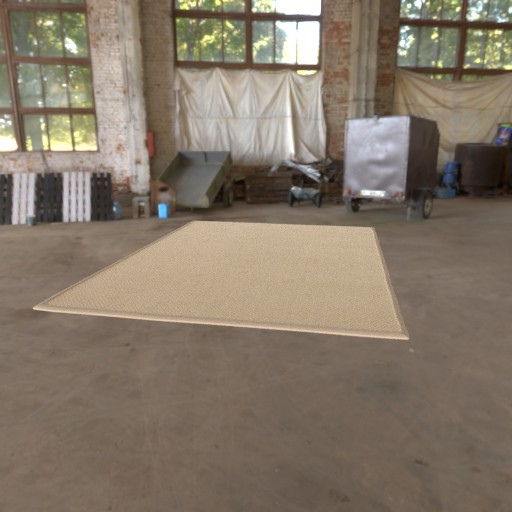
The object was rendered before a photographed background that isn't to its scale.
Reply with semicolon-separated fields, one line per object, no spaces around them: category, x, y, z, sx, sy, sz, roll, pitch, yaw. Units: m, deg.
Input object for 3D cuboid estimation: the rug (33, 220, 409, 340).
rug;0.000;0.000;2.698;1.525;0.020;2.081;3;15;11
